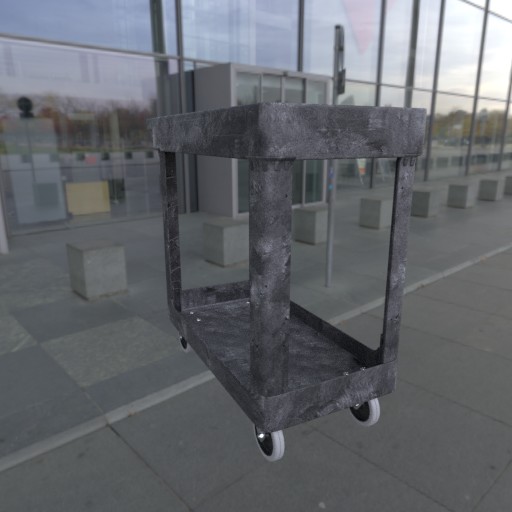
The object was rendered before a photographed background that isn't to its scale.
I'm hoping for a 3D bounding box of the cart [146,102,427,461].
[{"bbox_3d":[0.000,0.000,1.357,0.420,0.824,0.877,-8,17,-26],"label":"cart"}]
